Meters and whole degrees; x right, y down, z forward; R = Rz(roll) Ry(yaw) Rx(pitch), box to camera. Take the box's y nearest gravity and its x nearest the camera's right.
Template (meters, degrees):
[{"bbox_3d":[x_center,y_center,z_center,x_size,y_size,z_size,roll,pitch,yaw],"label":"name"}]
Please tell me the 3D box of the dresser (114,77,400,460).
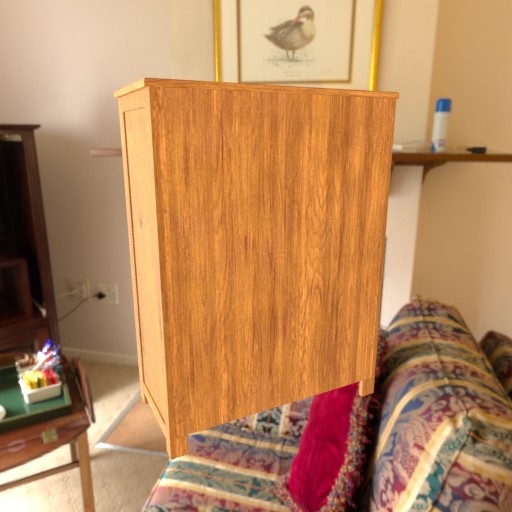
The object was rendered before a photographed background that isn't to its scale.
[{"bbox_3d":[0.000,0.000,2.057,1.081,1.431,0.558,-8,17,-26],"label":"dresser"}]
